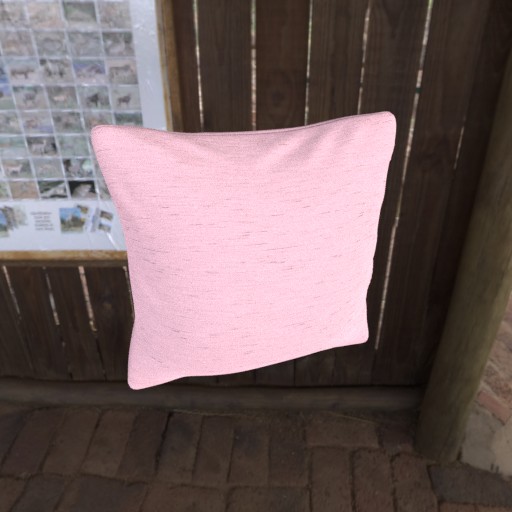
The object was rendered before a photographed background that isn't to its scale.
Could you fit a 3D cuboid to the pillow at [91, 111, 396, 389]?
[{"bbox_3d":[0.000,0.000,0.687,0.432,0.415,0.246,-8,27,-15],"label":"pillow"}]
